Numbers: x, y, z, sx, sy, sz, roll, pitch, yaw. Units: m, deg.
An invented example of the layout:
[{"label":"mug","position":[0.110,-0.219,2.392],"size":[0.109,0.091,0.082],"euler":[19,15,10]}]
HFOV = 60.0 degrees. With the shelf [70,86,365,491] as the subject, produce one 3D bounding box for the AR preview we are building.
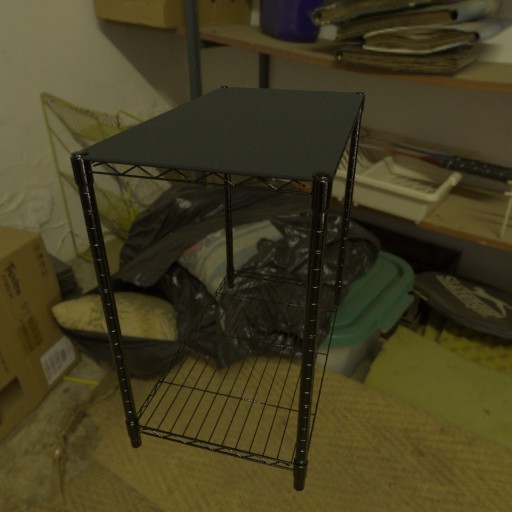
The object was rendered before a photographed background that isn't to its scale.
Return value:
[{"label":"shelf","position":[0.000,0.000,0.907],"size":[0.338,0.564,0.589],"euler":[8,30,14]}]
